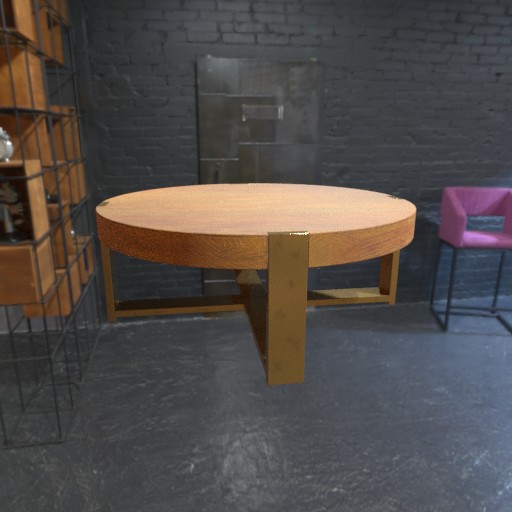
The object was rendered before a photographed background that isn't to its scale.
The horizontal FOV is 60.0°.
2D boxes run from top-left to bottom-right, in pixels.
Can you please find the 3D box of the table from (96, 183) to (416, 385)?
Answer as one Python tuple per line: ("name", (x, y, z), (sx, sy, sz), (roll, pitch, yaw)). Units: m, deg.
("table", (0.000, 0.000, 1.674), (1.100, 0.420, 1.100), (0, 16, 0))
